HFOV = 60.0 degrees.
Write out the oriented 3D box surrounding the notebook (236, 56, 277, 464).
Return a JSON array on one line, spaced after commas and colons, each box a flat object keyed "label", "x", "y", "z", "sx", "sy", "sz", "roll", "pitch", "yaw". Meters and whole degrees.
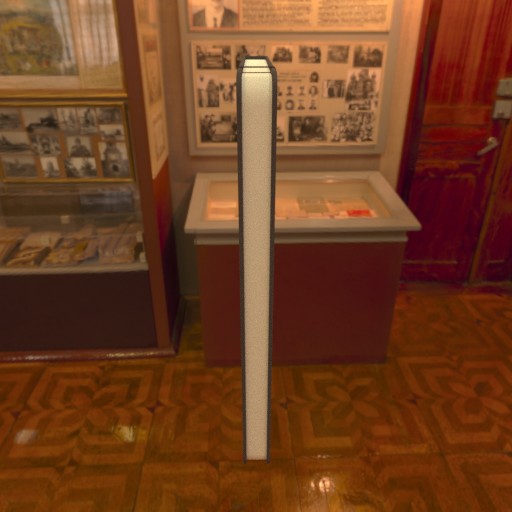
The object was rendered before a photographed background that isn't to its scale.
[{"label": "notebook", "x": 0.000, "y": 0.000, "z": 0.264, "sx": 0.016, "sy": 0.213, "sz": 0.127, "roll": 0, "pitch": 27, "yaw": 0}]
